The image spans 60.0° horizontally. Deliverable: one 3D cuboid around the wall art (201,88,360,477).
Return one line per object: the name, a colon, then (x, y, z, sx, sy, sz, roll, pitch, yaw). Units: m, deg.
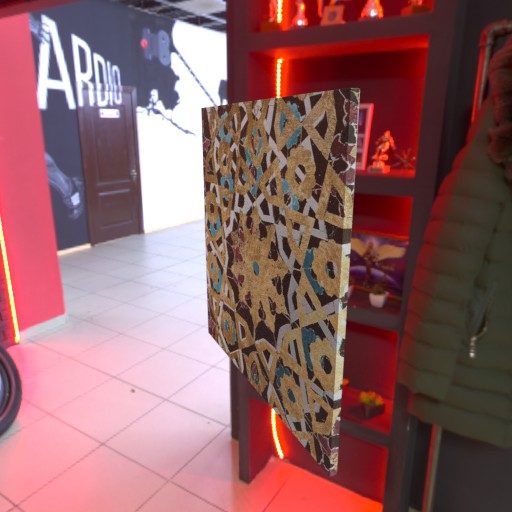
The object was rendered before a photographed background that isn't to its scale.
wall art: (0.000, 0.000, 0.615, 0.010, 0.406, 0.404, -7, 17, -24)
